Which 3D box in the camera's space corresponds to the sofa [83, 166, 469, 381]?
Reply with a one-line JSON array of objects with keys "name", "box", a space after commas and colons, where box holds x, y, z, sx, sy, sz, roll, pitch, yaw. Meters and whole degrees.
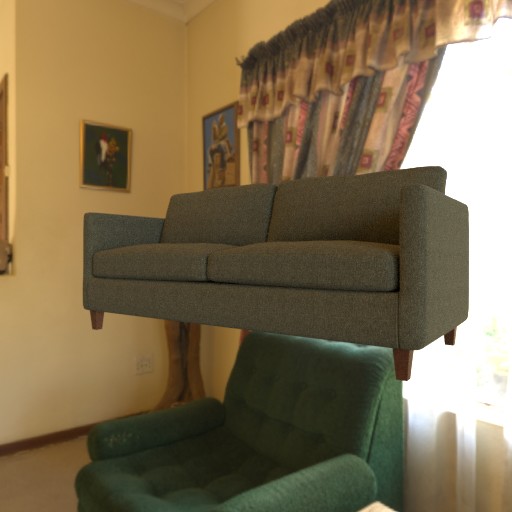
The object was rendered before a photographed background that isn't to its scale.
[{"name": "sofa", "box": [0.000, 0.000, 2.664, 2.208, 0.965, 0.948, 0, 0, 35]}]
